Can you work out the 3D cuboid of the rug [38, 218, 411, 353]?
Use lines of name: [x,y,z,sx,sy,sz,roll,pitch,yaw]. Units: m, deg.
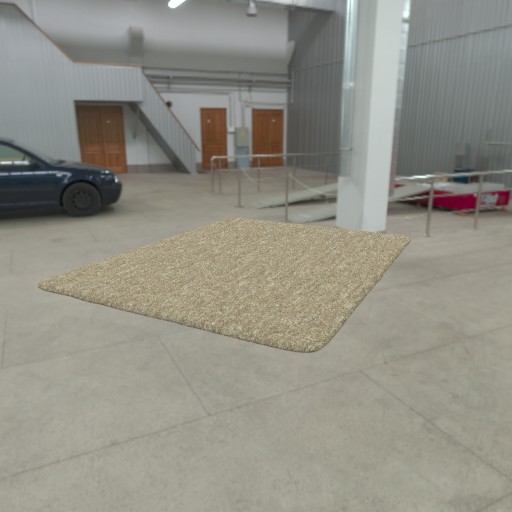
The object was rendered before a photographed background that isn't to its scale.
rug: [0.000,0.000,3.962,2.242,0.050,2.873,8,18,27]
